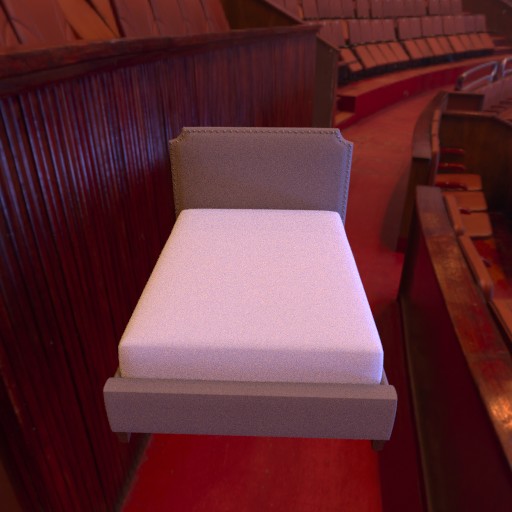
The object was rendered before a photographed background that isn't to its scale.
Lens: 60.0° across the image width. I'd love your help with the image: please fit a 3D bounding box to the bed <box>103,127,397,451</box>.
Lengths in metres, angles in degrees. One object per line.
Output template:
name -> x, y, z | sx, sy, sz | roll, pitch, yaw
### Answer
bed -> 0.000, 0.000, 3.415 | 1.713, 1.443, 2.372 | 1, 29, 2
